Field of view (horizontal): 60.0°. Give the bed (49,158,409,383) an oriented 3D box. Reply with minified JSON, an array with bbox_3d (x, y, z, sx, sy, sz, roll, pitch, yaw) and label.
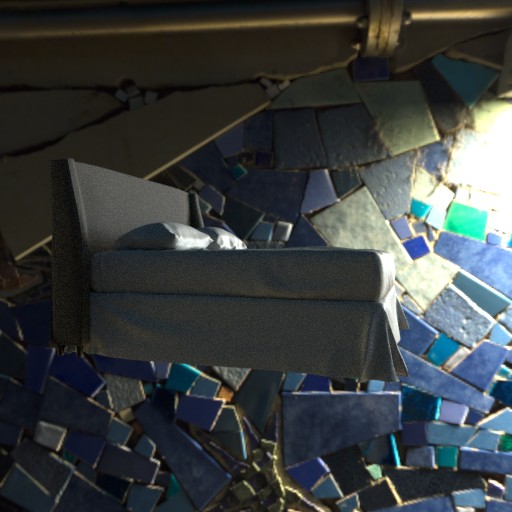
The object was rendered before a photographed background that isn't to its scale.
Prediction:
[{"bbox_3d":[0.000,0.000,3.474,2.276,1.332,1.925,0,0,19],"label":"bed"}]
